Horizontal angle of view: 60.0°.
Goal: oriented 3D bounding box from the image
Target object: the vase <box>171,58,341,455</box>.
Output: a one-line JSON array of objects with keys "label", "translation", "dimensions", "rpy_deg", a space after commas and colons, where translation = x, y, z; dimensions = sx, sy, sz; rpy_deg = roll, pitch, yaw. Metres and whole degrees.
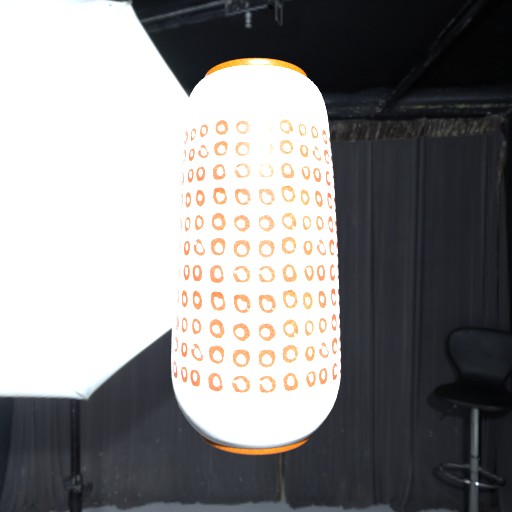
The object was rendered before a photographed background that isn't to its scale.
[{"label": "vase", "translation": [0.000, 0.000, 0.355], "dimensions": [0.133, 0.282, 0.133], "rpy_deg": [0, 0, 0]}]
